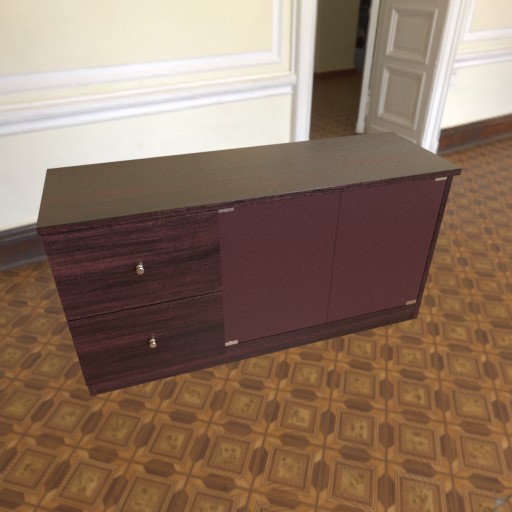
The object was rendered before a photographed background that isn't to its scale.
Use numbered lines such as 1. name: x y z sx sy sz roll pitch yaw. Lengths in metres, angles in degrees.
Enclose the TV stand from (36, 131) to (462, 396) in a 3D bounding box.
1. TV stand: 0.000 0.000 1.493 1.192 0.614 0.404 -10 34 -15
